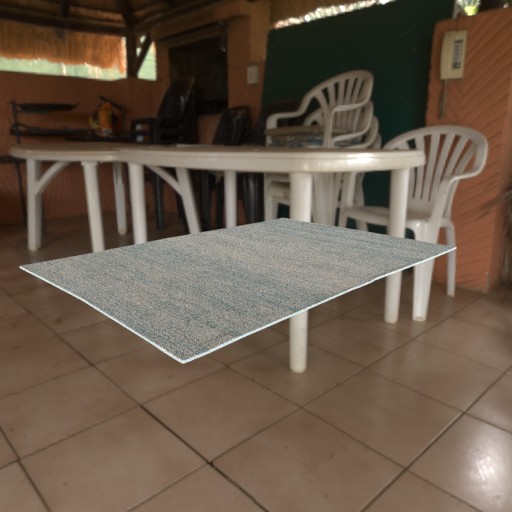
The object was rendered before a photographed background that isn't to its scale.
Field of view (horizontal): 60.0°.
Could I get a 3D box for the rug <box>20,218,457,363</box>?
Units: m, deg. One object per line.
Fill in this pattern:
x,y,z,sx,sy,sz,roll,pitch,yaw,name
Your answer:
0.000,0.000,2.820,2.306,0.030,1.613,-14,21,-43,rug
